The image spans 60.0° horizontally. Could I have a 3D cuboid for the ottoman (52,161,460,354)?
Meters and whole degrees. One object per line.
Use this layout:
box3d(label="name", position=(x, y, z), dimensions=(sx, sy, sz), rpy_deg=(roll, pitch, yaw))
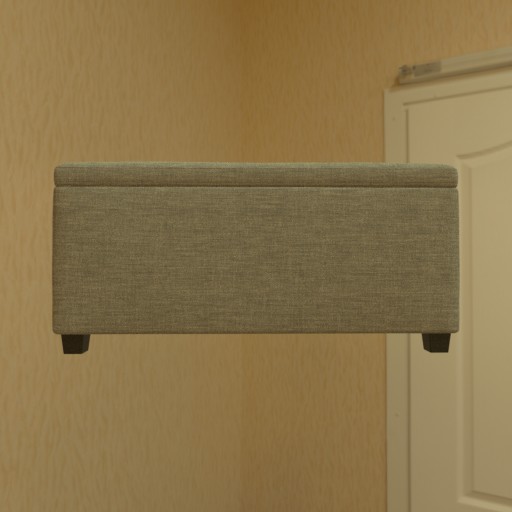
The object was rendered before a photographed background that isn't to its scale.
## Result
box3d(label="ottoman", position=(0.000, 0.000, 1.150), dimensions=(0.902, 0.432, 0.419), rpy_deg=(0, -1, -1))
